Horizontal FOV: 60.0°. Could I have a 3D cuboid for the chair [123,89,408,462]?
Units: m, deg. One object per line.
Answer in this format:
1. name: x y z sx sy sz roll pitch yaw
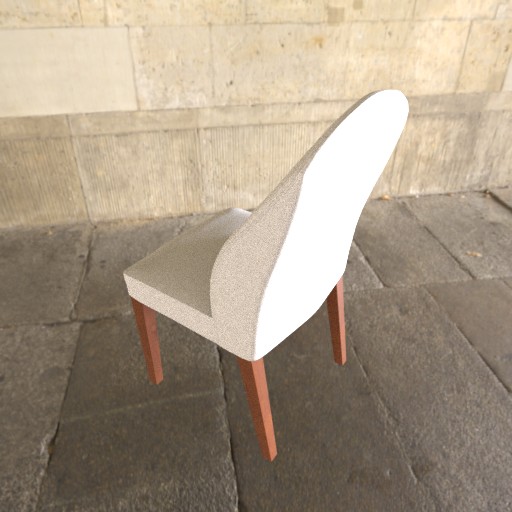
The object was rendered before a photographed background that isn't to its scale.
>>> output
1. chair: 0.000 0.000 1.162 0.540 0.893 0.472 21 39 29
